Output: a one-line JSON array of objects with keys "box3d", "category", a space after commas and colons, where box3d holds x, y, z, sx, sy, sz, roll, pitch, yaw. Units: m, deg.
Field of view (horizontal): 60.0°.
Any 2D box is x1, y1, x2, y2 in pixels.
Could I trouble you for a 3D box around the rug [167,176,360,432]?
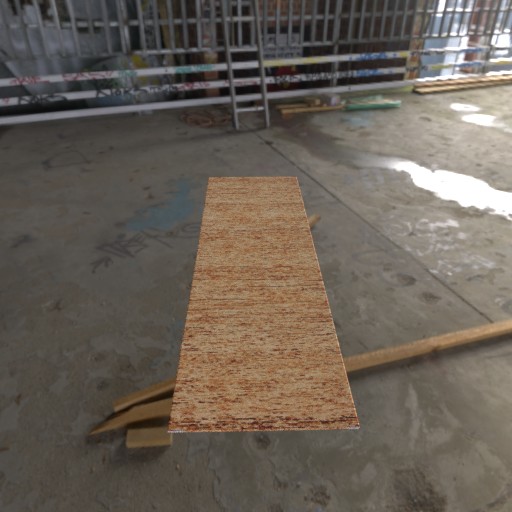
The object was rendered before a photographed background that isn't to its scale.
[{"box3d": [0.000, 0.000, 2.485, 0.680, 0.014, 2.237, -1, 33, -1], "category": "rug"}]
